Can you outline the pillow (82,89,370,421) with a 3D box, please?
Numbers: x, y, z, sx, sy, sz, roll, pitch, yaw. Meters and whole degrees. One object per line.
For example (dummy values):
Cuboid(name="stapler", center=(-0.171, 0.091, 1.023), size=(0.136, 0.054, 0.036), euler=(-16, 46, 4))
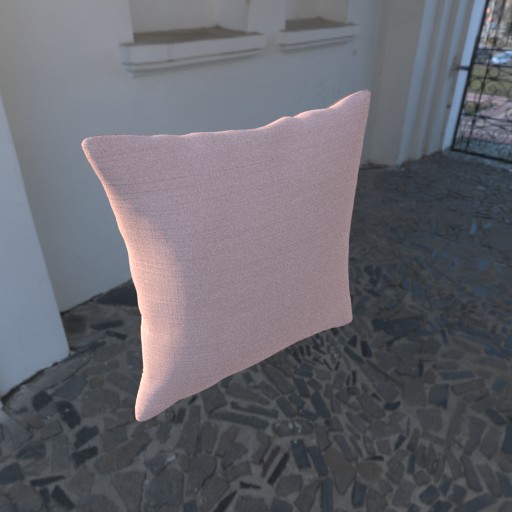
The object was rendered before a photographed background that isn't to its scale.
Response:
Cuboid(name="pillow", center=(0.000, 0.000, 0.716), size=(0.470, 0.464, 0.175), euler=(-20, 36, -30))
